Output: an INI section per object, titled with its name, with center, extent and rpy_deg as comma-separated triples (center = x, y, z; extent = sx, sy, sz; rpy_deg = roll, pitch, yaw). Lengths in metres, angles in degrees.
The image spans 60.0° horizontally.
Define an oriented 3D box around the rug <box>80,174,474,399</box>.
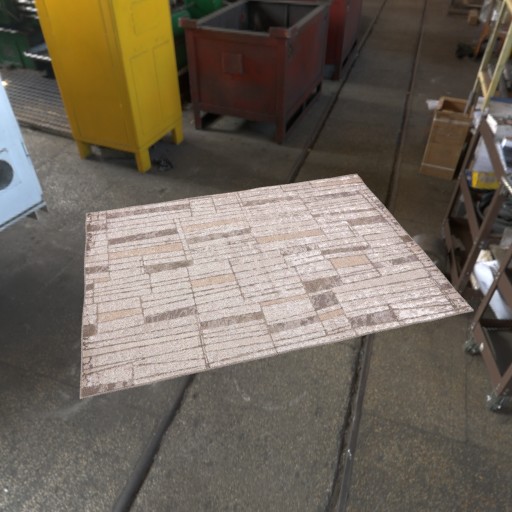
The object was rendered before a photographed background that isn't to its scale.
[rug]
center = 0.000, 0.000, 4.488
extent = 3.357, 0.019, 2.449
rpy_deg = -10, 42, -11
